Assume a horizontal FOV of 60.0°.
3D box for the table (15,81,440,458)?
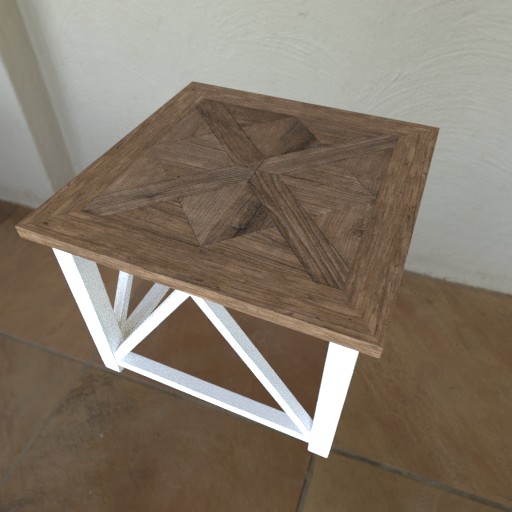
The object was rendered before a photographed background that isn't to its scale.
[{"bbox_3d":[0.000,0.000,1.161,0.700,0.532,0.700,17,47,16],"label":"table"}]
